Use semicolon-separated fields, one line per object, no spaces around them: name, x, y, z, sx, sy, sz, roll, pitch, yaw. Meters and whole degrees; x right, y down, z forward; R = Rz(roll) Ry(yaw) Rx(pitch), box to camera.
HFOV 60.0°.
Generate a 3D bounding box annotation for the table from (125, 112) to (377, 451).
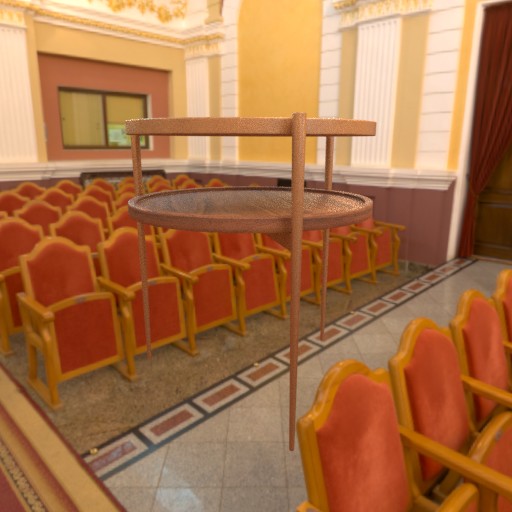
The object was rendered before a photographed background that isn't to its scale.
table;0.000;0.000;0.841;0.456;0.493;0.430;-14;20;-43
